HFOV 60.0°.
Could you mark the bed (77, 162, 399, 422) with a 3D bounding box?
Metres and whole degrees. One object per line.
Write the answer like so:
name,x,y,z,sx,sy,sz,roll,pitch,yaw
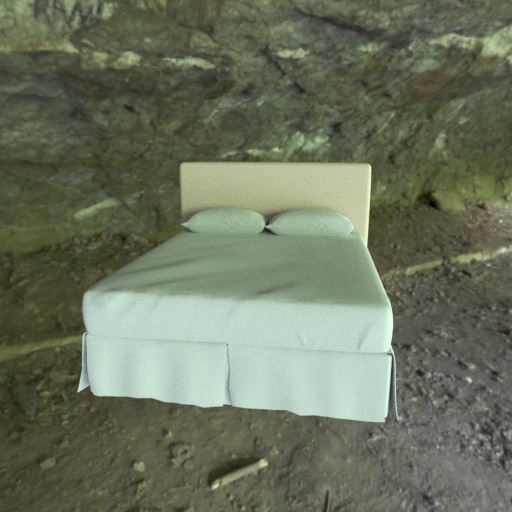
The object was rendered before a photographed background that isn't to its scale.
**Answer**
bed,0.000,0.000,3.378,1.884,1.330,2.142,2,14,8
